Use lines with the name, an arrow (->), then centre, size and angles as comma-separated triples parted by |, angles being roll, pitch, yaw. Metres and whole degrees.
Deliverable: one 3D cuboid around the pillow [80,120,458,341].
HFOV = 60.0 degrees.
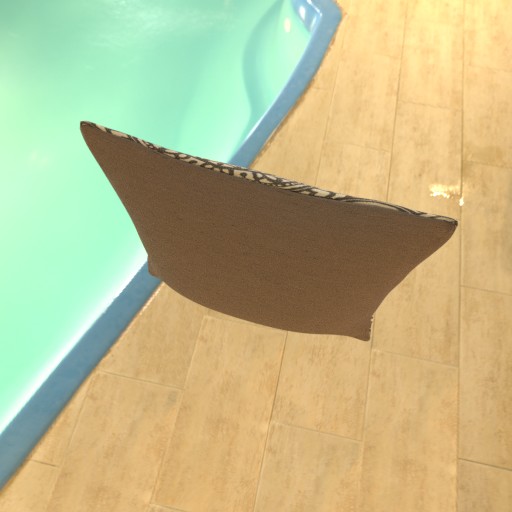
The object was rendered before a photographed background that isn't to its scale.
pillow -> 0.000, 0.000, 0.658 | 0.436, 0.417, 0.148 | 16, 65, 8
